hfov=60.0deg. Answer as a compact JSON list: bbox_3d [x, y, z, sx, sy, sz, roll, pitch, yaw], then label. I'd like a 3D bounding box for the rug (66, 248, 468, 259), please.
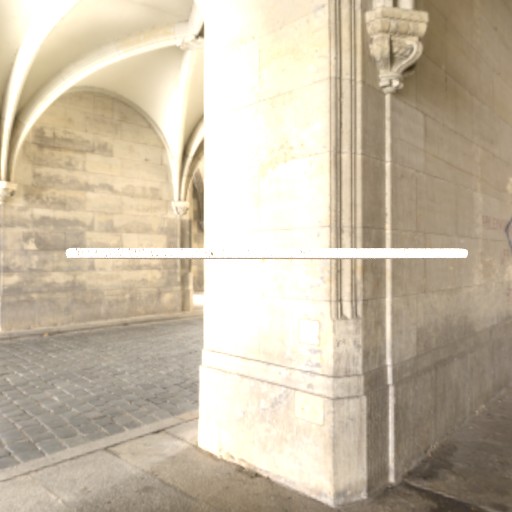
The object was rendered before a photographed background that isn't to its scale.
[{"bbox_3d":[0.000,0.000,2.215,1.219,0.030,1.778,0,-1,-3],"label":"rug"}]
